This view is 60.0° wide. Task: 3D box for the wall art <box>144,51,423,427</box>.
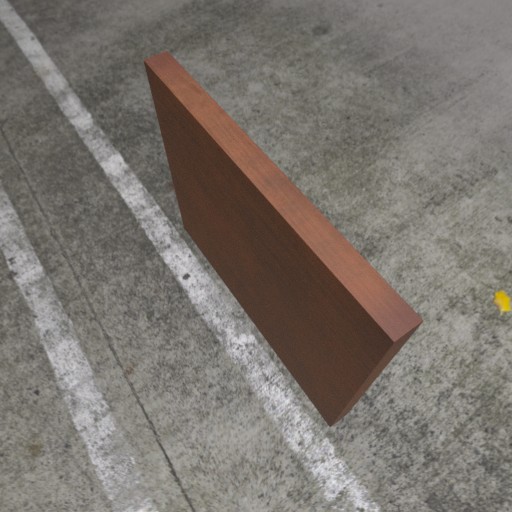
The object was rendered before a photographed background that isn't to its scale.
[{"bbox_3d":[0.000,0.000,0.554,0.030,0.328,0.401,-30,63,-17],"label":"wall art"}]
